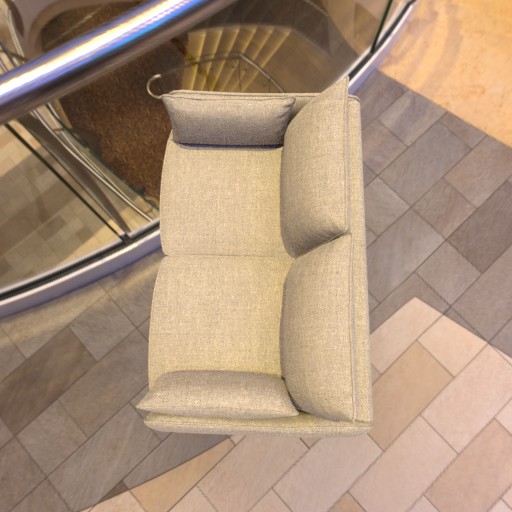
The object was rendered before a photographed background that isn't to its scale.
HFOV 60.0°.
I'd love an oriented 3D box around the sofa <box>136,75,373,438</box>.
[{"bbox_3d":[0.000,0.000,2.103,0.972,0.851,1.580,1,76,0],"label":"sofa"}]
